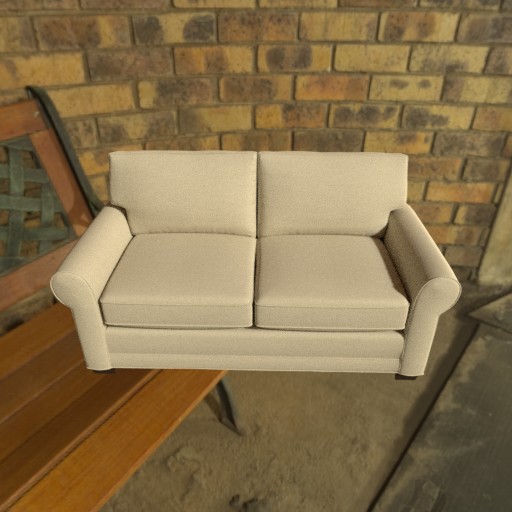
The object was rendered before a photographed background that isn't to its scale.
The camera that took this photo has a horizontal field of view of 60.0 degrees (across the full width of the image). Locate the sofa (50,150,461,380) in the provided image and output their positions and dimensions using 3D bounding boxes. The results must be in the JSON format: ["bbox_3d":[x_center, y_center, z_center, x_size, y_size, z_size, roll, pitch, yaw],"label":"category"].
[{"bbox_3d":[0.000,0.000,2.292,1.774,0.933,0.861,1,31,1],"label":"sofa"}]
